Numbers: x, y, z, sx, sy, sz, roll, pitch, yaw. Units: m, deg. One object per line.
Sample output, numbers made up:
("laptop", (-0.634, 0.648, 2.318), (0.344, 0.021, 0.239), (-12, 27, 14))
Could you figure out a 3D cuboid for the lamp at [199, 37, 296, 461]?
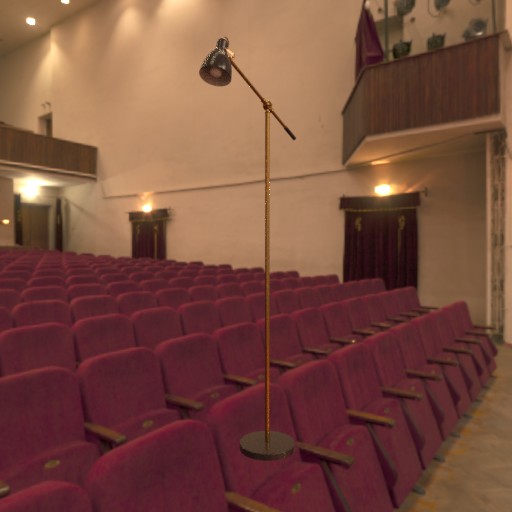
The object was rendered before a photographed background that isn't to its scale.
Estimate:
("lamp", (0.000, 0.000, 1.808), (0.235, 1.628, 0.618), (0, 0, 36))
